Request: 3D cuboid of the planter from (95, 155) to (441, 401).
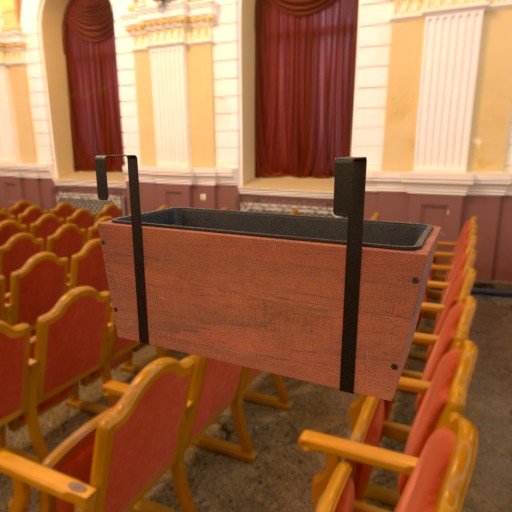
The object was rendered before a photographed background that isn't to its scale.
[{"bbox_3d":[0.000,0.000,0.651,0.480,0.289,0.262,7,15,25],"label":"planter"}]
